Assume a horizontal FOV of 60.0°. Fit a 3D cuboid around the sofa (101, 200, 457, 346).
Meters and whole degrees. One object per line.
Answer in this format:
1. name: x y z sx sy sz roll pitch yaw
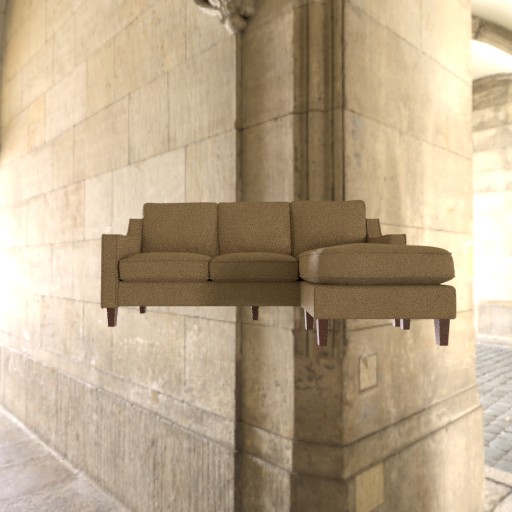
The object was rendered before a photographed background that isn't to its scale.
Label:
1. sofa: 0.000 0.000 3.407 2.317 1.066 1.858 0 -1 0
